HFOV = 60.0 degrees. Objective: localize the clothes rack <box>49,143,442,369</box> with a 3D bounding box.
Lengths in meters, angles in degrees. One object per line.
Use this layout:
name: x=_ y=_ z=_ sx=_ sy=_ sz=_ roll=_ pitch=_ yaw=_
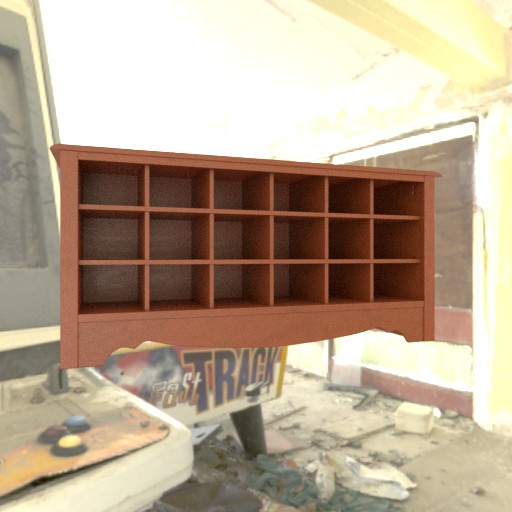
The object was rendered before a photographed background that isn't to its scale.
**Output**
clothes rack: x=0.000 y=0.000 z=1.520 sx=1.251 sy=0.594 sz=0.362 roll=0 pitch=0 yaw=-19
